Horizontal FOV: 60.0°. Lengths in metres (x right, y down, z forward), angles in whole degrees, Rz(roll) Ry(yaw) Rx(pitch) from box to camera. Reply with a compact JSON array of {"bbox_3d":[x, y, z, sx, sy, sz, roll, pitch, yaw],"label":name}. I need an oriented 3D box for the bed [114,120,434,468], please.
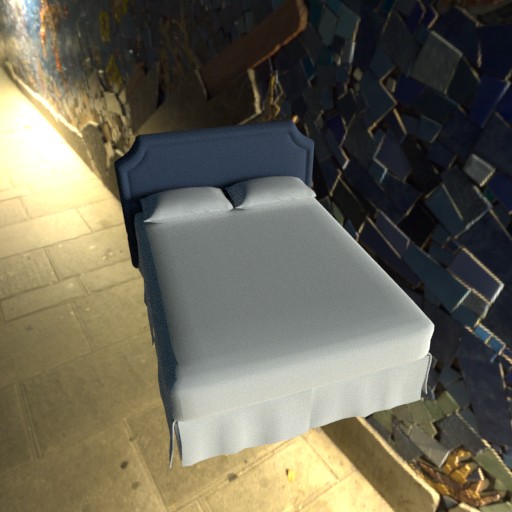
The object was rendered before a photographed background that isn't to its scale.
[{"bbox_3d":[0.000,0.000,3.338,1.831,1.297,2.260,-10,35,-15],"label":"bed"}]
